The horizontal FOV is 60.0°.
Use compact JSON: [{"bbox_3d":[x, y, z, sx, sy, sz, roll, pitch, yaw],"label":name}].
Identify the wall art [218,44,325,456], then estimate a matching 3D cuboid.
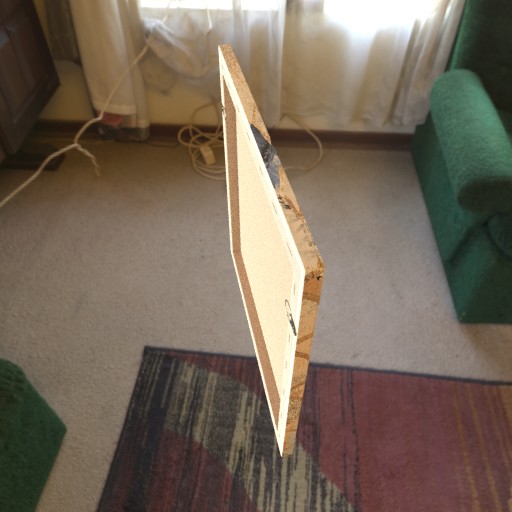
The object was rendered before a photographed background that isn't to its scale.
[{"bbox_3d":[0.000,0.000,1.368,0.039,0.914,0.912,-9,48,-8],"label":"wall art"}]
